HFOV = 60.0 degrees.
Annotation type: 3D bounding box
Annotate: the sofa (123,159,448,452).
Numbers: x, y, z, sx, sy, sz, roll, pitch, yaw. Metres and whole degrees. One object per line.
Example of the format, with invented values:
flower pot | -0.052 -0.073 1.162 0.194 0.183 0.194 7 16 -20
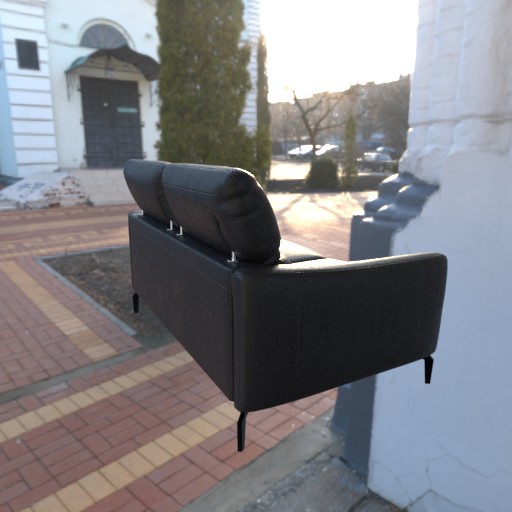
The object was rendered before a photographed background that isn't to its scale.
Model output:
sofa | 0.000 0.000 2.191 0.958 0.920 1.596 -7 15 -27
